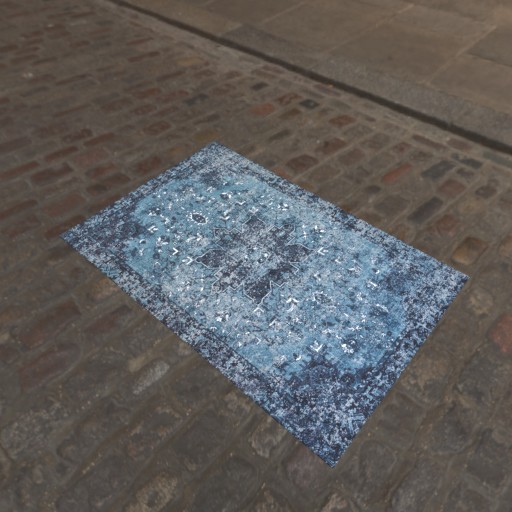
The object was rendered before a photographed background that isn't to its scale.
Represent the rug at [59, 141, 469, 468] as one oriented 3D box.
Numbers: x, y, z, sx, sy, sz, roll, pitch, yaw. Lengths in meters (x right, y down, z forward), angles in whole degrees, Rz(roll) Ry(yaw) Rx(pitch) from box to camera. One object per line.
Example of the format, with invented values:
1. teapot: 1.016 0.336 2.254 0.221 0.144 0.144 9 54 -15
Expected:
1. rug: 0.000 0.000 2.351 1.828 0.005 1.219 33 56 26
